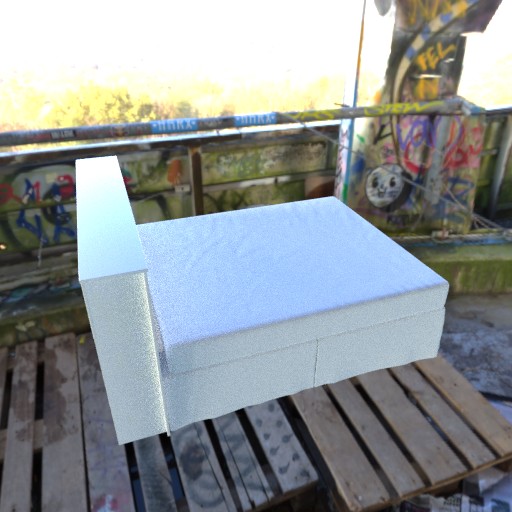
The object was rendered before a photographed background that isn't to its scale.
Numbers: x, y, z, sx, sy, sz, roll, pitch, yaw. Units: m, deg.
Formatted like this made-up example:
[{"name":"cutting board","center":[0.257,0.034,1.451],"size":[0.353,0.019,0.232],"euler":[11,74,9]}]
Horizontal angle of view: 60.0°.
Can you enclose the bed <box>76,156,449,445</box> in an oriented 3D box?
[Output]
[{"name":"bed","center":[0.000,0.000,3.069],"size":[2.133,1.092,1.671],"euler":[-10,32,-17]}]
